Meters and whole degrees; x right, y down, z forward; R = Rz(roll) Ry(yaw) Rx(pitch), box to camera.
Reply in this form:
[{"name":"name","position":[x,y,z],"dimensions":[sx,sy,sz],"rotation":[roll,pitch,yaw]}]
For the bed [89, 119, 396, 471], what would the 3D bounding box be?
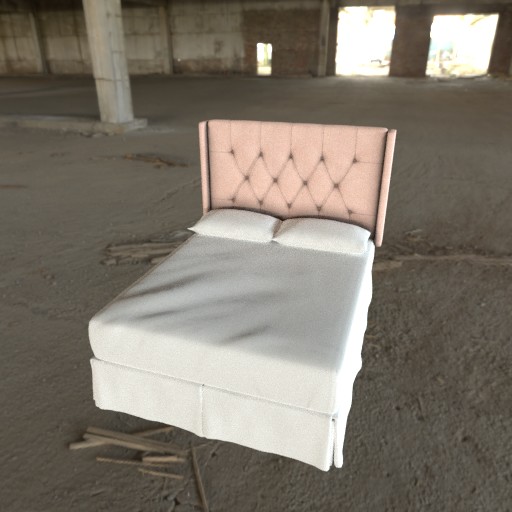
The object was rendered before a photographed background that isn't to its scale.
[{"name":"bed","position":[0.000,0.000,3.314],"dimensions":[1.719,1.665,2.066],"rotation":[8,26,17]}]
